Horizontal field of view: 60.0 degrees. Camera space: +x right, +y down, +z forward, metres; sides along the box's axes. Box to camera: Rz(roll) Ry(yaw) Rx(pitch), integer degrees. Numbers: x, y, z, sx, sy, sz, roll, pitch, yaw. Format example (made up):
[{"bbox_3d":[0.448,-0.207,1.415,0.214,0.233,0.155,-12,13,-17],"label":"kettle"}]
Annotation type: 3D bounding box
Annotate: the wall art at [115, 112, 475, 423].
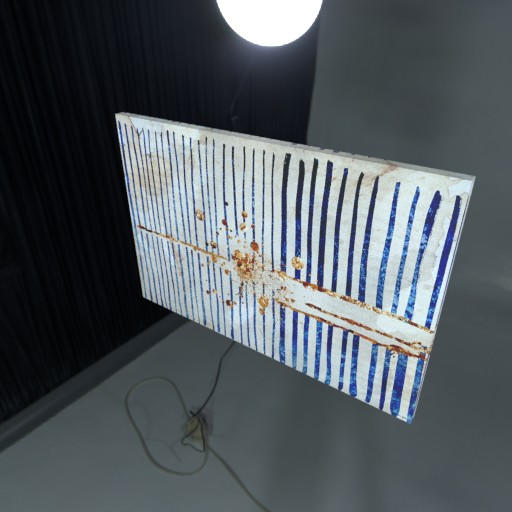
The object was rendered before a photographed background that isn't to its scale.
[{"bbox_3d":[0.000,0.000,1.146,0.919,0.609,0.030,19,35,30],"label":"wall art"}]
